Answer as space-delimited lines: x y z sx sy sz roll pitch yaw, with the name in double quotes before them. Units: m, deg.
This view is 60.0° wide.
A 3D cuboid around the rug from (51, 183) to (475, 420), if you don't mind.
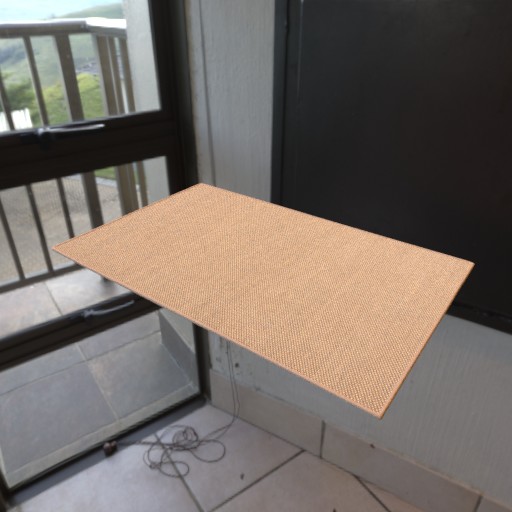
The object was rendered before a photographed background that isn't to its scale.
"rug" 0.000 0.000 2.063 1.676 0.013 1.067 21 36 31
